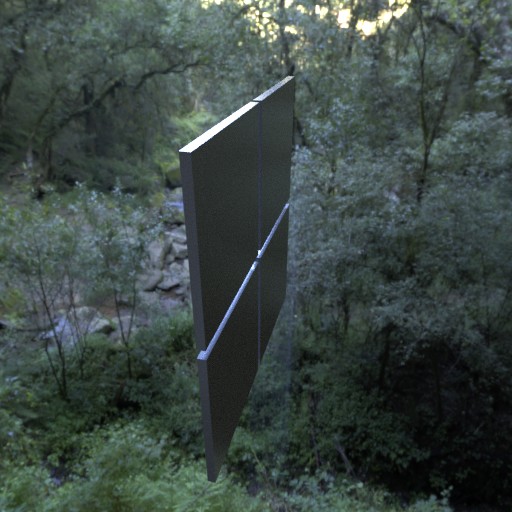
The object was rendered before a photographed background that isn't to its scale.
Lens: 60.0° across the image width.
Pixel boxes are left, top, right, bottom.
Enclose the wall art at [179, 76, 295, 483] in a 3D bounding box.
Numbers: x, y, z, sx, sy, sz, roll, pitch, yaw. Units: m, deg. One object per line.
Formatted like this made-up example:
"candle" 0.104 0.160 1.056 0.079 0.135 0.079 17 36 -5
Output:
"wall art" 0.000 0.000 1.668 0.029 1.118 1.118 8 31 13
